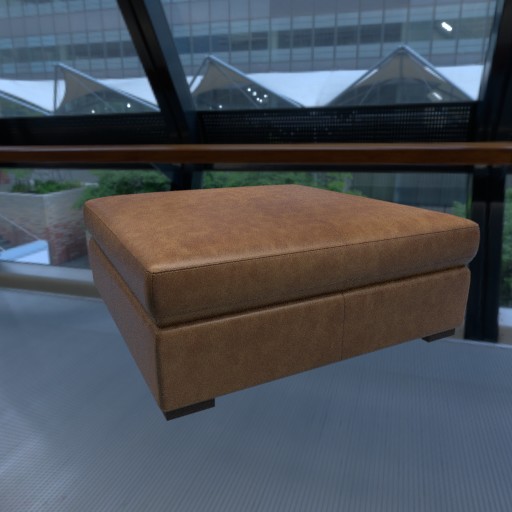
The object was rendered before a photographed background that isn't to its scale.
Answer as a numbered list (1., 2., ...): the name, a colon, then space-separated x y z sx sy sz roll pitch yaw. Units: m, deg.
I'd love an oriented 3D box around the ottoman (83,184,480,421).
1. ottoman: 0.000 0.000 1.811 1.169 0.483 1.168 -8 18 -26
